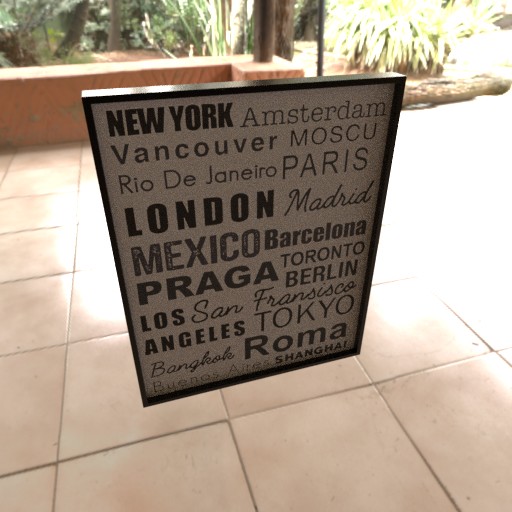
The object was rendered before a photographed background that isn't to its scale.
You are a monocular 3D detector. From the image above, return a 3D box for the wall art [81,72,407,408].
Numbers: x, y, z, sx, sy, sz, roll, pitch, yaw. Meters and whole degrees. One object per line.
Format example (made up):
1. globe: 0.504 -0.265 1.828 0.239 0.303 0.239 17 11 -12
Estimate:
1. wall art: 0.000 0.000 0.744 0.448 0.551 0.038 -10 33 -15
